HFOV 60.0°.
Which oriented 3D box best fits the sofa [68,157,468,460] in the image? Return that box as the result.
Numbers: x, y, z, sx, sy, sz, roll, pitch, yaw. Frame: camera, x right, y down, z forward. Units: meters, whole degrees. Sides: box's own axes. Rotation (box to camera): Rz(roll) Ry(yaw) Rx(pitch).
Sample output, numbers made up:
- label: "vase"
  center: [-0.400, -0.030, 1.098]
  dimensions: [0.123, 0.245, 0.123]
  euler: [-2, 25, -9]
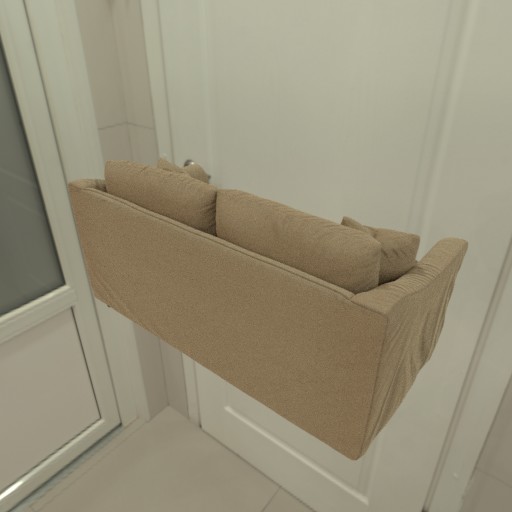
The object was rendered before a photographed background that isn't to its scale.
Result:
- label: "sofa"
  center: [0.000, 0.000, 2.569]
  dimensions: [2.010, 1.018, 1.072]
  euler: [22, 37, 32]
